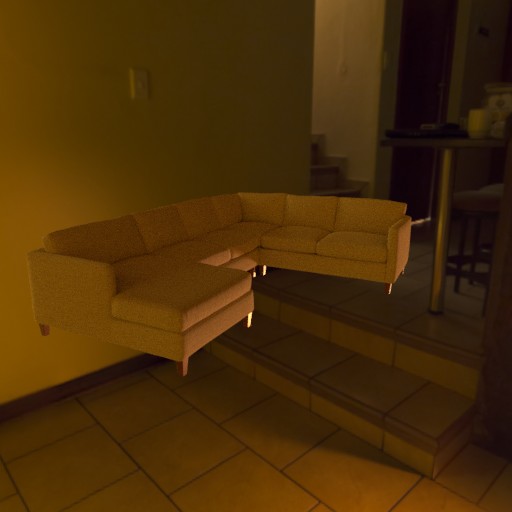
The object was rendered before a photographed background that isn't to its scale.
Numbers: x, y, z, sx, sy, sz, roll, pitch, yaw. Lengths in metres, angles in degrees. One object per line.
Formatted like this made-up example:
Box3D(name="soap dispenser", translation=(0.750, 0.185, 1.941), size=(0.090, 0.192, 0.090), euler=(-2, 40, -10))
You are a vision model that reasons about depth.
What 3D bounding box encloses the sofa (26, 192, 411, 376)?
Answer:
Box3D(name="sofa", translation=(0.000, 0.000, 4.626), size=(2.594, 0.961, 3.460), euler=(7, 16, 27))
